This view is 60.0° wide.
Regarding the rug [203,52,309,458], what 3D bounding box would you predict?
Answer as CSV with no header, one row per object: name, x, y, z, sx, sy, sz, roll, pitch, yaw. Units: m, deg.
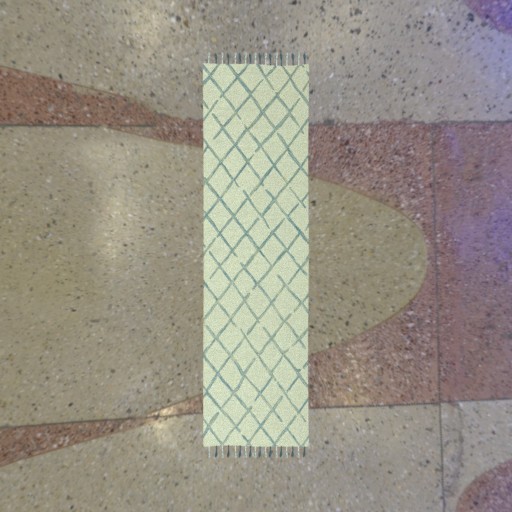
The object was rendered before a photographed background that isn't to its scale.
rug,0.000,0.000,2.592,0.620,0.008,2.372,0,90,0
